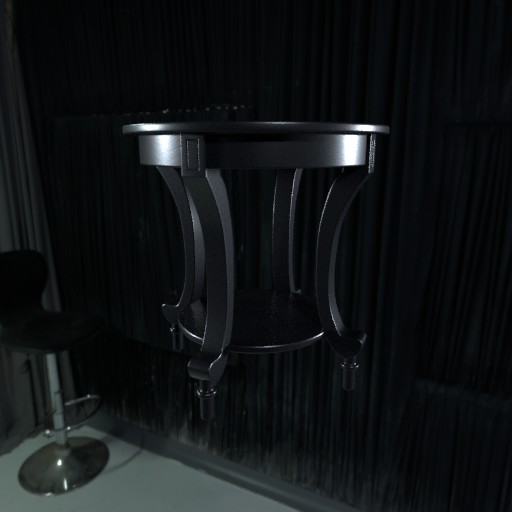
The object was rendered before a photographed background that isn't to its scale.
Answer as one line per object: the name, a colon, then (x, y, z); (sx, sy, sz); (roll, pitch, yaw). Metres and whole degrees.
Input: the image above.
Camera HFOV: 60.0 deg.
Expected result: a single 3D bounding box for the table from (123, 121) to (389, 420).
table: (0.000, 0.000, 1.108); (0.597, 0.618, 0.597); (0, 14, 0)
